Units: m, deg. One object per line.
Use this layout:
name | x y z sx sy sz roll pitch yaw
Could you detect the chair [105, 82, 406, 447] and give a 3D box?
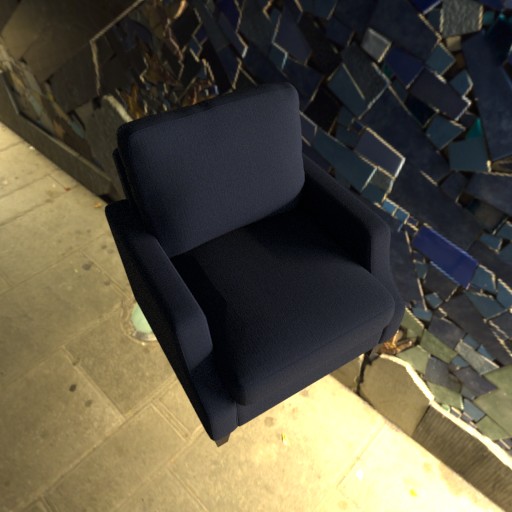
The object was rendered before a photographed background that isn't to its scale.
chair | 0.000 0.000 1.664 0.855 0.991 0.897 -24 51 -21
